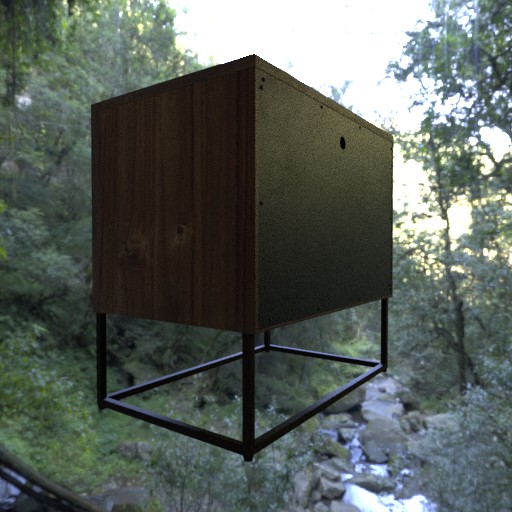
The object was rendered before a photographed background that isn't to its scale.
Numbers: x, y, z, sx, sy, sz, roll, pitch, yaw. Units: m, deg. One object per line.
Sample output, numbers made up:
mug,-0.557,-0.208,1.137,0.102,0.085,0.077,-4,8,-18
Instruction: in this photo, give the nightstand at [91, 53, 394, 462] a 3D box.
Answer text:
nightstand,0.000,0.000,1.027,0.437,0.610,0.610,1,2,36
